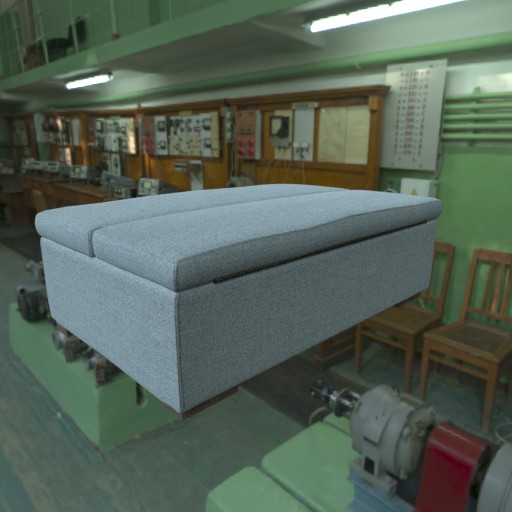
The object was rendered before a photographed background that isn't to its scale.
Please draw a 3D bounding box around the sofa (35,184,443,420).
[{"bbox_3d":[0.000,0.000,1.618,1.250,0.434,0.817,-14,21,-42],"label":"sofa"}]
